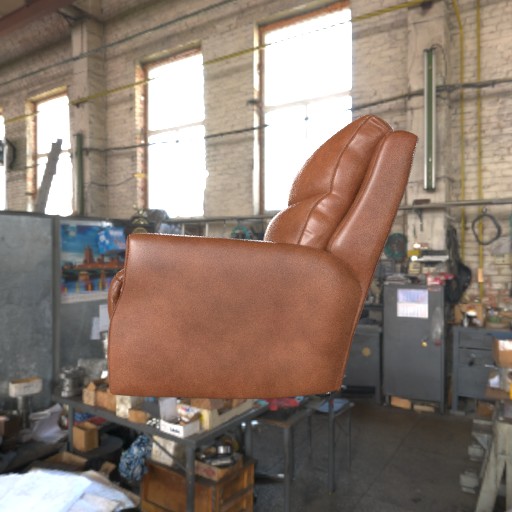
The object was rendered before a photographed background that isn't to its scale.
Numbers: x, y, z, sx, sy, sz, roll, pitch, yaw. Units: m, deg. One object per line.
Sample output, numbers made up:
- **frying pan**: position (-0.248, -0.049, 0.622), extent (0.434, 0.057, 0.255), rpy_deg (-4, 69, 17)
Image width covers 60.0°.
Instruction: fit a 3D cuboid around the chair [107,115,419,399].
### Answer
- **chair**: position (0.000, 0.000, 1.808), extent (1.072, 1.016, 0.821), rpy_deg (0, 0, -1)
